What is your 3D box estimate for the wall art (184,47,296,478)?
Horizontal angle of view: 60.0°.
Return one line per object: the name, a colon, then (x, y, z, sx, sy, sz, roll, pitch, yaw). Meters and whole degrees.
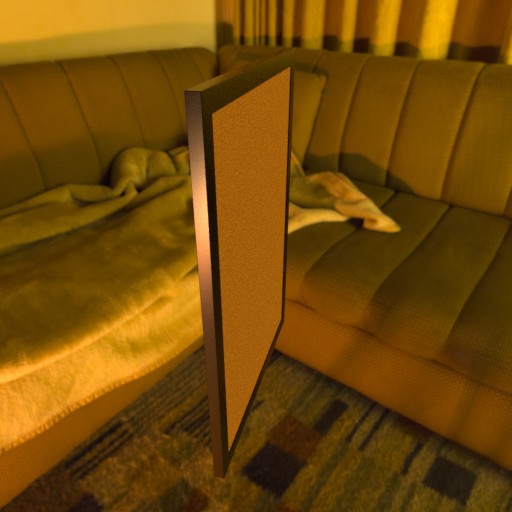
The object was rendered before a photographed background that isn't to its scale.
wall art: (0.000, 0.000, 0.536, 0.013, 0.432, 0.304, 9, 32, 14)
